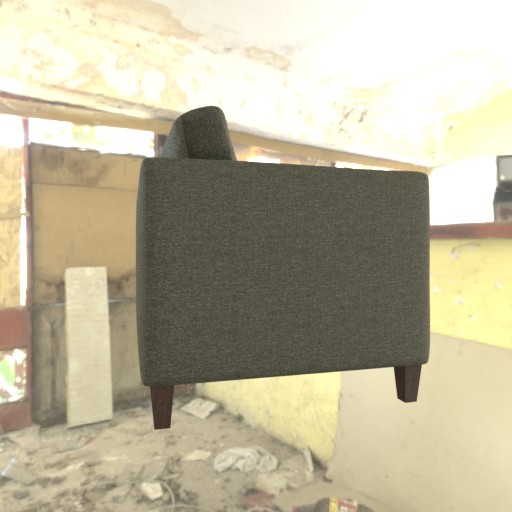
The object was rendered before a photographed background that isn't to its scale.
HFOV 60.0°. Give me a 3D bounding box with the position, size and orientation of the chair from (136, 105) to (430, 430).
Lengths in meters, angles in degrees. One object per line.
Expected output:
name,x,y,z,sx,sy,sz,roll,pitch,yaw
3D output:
chair,0.000,0.000,1.838,0.959,0.963,1.107,0,1,-16
